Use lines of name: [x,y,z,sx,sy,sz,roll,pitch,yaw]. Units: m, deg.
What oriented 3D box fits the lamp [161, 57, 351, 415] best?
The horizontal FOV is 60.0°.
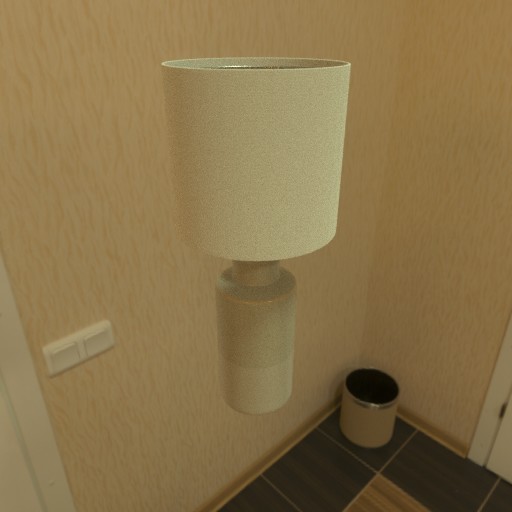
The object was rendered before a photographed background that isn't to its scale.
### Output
lamp: [0.000,0.000,0.615,0.212,0.493,0.212,8,28,15]
